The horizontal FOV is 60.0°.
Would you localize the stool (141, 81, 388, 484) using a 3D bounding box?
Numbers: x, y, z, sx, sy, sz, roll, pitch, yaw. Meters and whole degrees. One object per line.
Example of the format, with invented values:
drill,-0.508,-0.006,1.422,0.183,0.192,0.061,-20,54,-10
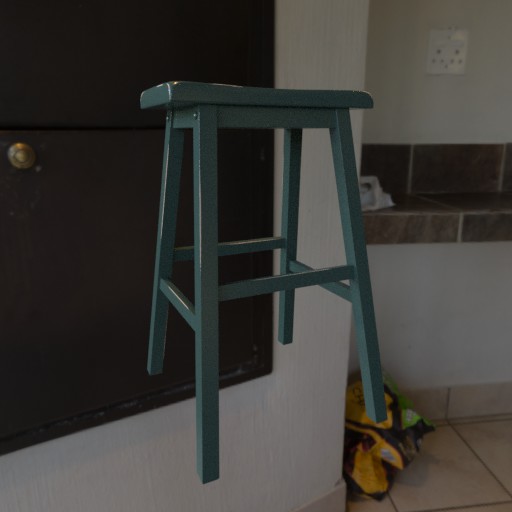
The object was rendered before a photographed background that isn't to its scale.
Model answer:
stool,0.000,0.000,1.053,0.457,0.737,0.476,-7,17,-25
